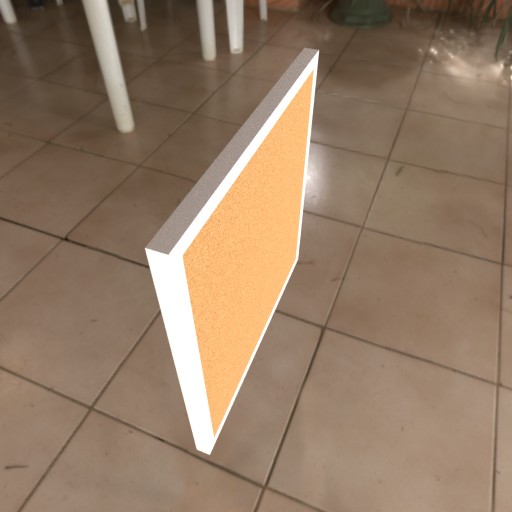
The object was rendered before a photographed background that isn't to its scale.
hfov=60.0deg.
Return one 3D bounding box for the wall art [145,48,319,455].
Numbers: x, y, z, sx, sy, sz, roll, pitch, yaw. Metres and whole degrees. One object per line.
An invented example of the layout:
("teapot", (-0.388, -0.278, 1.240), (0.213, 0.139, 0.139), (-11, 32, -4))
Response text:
("wall art", (0.000, 0.000, 1.143), (0.038, 0.762, 0.762), (16, 48, 15))
